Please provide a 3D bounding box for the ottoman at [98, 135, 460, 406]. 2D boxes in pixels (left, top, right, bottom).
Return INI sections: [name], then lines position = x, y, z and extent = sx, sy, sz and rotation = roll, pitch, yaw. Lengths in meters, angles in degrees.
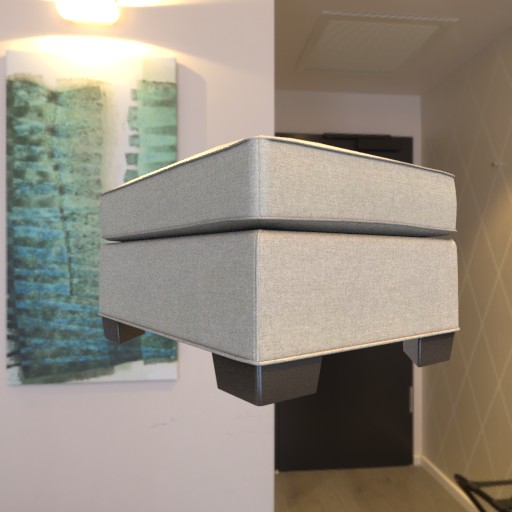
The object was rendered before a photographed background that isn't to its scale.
[ottoman]
position = 0.000, 0.000, 1.222
extent = 0.619, 0.504, 0.843
rotation = 0, -1, -36
